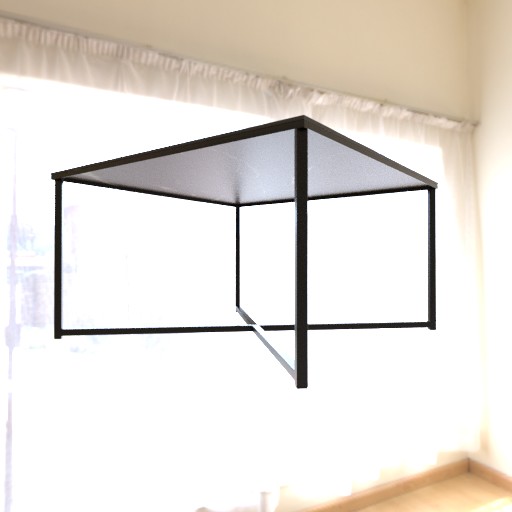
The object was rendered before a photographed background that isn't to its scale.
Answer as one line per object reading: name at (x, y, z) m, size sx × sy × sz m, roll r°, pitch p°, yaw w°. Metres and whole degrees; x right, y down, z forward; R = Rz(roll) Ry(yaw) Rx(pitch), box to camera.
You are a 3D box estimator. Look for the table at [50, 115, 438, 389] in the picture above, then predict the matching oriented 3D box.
table at (0.000, 0.000, 1.279) m, size 0.800 × 0.450 × 0.800 m, roll 0°, pitch -1°, yaw 37°
